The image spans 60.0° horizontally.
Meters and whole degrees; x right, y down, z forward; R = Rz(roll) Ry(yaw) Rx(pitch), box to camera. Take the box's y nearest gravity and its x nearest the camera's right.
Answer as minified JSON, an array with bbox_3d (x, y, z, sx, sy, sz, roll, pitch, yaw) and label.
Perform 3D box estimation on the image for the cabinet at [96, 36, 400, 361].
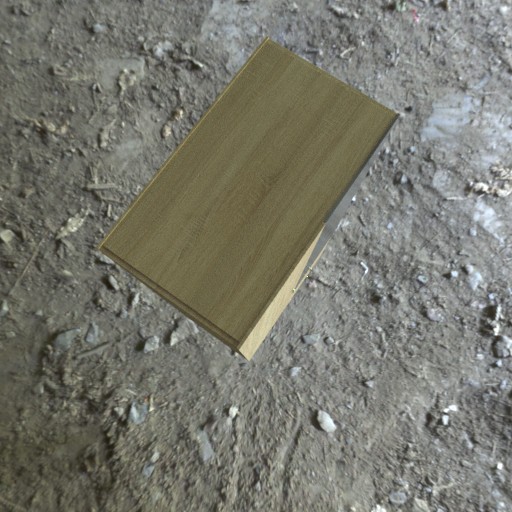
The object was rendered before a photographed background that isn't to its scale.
[{"bbox_3d":[0.000,0.000,2.540,0.590,2.121,1.001,34,78,8],"label":"cabinet"}]
